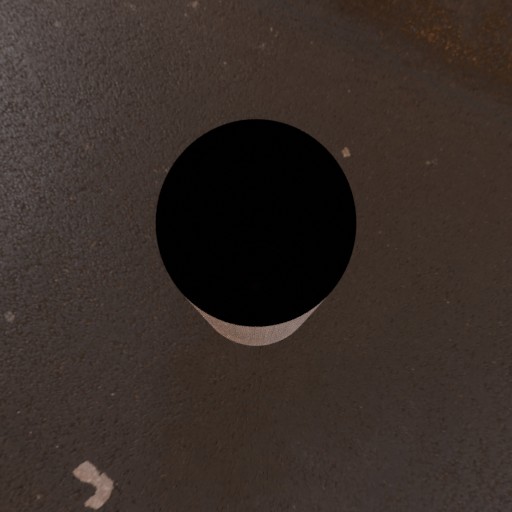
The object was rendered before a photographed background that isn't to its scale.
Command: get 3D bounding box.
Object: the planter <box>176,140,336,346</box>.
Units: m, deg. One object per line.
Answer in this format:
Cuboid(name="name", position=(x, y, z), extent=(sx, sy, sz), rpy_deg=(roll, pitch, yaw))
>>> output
Cuboid(name="planter", position=(0.000, 0.000, 0.128), extent=(0.045, 0.103, 0.045), rpy_deg=(-18, 76, -5))
